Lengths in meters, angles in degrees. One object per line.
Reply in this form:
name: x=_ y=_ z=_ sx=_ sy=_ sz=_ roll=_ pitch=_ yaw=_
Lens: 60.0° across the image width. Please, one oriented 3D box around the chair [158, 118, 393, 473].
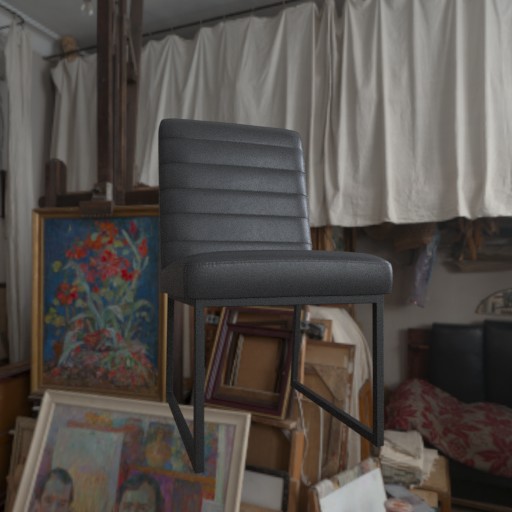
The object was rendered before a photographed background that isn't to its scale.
chair: x=0.000 y=0.000 z=1.297 sx=0.520 sy=0.930 sz=0.634 roll=0 pitch=-1 yaw=-18
